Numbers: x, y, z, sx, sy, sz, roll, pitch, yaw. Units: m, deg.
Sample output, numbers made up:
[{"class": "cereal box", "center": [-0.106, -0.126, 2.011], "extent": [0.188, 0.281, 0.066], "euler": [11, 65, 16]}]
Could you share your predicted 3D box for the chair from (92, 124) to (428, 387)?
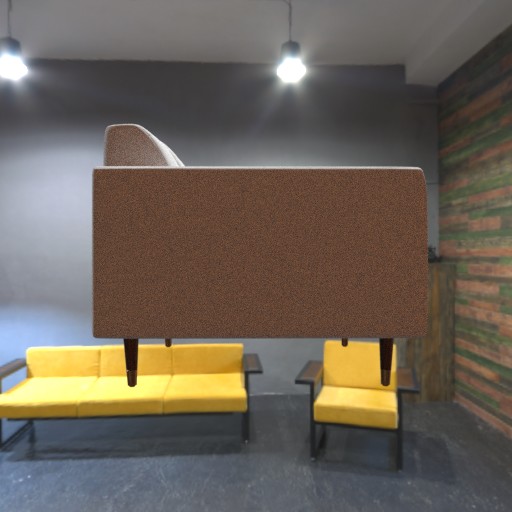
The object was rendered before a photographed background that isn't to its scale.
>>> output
[{"class": "chair", "center": [0.000, 0.000, 1.701], "extent": [0.998, 0.819, 0.953], "euler": [0, 0, -1]}]
